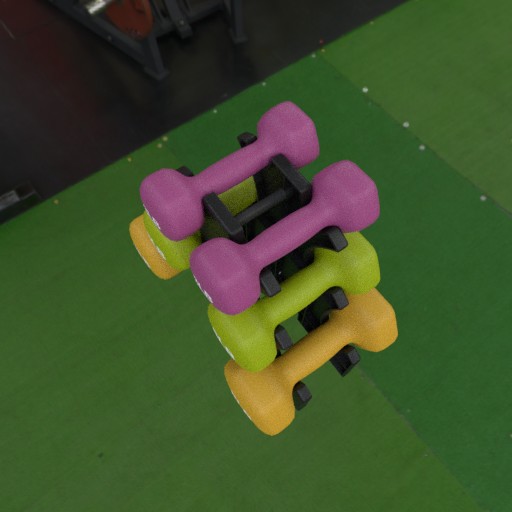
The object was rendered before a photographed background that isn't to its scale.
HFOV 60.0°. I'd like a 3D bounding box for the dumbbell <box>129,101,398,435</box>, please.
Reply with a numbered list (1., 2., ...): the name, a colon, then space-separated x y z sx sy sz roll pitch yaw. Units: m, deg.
1. dumbbell: 0.000 0.000 0.463 0.190 0.271 0.300 -32 68 -15
